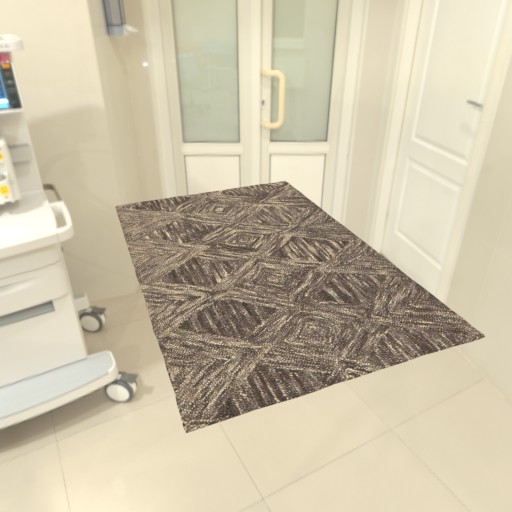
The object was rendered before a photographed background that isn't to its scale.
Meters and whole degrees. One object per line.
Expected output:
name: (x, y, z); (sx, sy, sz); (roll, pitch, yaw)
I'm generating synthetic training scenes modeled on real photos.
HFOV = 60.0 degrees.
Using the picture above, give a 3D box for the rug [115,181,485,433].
rug: (0.000, 0.000, 2.250); (1.186, 0.012, 1.814); (-11, 32, -19)
